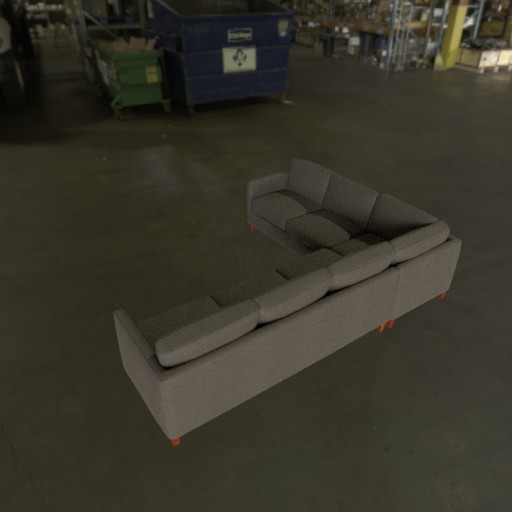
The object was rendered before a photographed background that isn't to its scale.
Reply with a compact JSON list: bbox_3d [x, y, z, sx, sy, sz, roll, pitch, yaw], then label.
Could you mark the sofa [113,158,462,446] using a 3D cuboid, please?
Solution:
[{"bbox_3d":[0.000,0.000,4.647,3.302,0.947,2.593,-20,37,-29],"label":"sofa"}]
